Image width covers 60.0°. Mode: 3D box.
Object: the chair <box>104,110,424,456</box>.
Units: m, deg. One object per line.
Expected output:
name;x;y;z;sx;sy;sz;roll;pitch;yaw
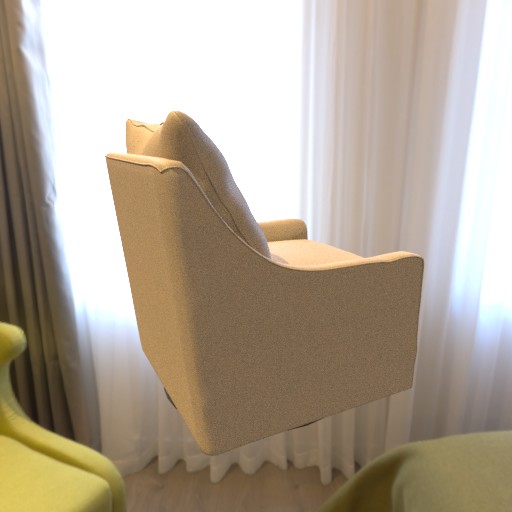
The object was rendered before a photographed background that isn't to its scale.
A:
chair;0.000;0.000;1.575;0.876;0.942;0.760;-8;17;-26
